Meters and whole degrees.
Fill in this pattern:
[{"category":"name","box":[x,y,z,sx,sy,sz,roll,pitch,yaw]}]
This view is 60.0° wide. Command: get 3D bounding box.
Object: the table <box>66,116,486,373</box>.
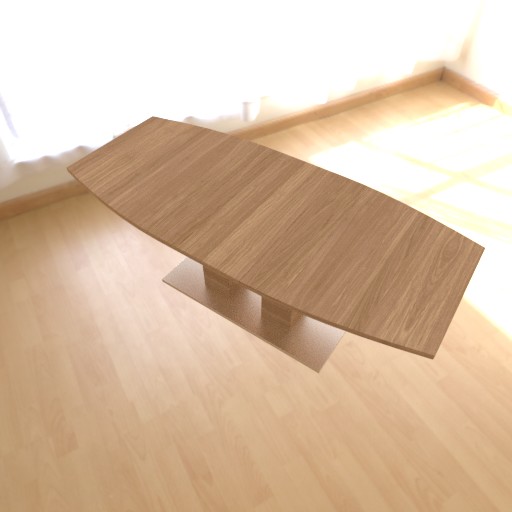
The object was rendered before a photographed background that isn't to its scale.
[{"category":"table","box":[0.000,0.000,2.458,2.032,0.750,0.900,27,52,23]}]
